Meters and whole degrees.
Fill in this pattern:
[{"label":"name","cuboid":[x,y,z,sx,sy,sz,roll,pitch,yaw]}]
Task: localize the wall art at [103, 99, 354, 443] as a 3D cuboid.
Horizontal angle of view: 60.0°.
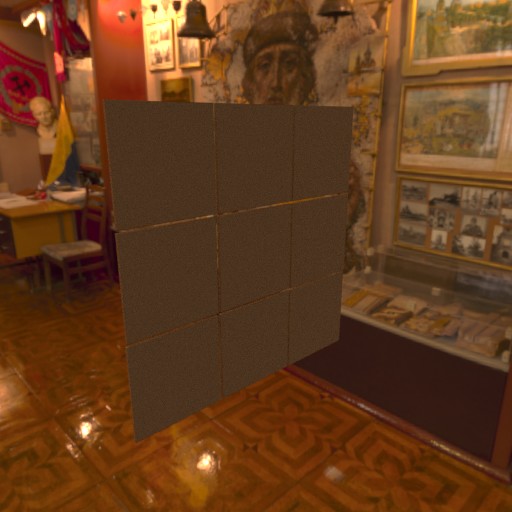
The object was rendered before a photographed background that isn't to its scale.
[{"label":"wall art","cuboid":[0.000,0.000,1.414,0.919,0.917,0.010,-15,23,-40]}]
